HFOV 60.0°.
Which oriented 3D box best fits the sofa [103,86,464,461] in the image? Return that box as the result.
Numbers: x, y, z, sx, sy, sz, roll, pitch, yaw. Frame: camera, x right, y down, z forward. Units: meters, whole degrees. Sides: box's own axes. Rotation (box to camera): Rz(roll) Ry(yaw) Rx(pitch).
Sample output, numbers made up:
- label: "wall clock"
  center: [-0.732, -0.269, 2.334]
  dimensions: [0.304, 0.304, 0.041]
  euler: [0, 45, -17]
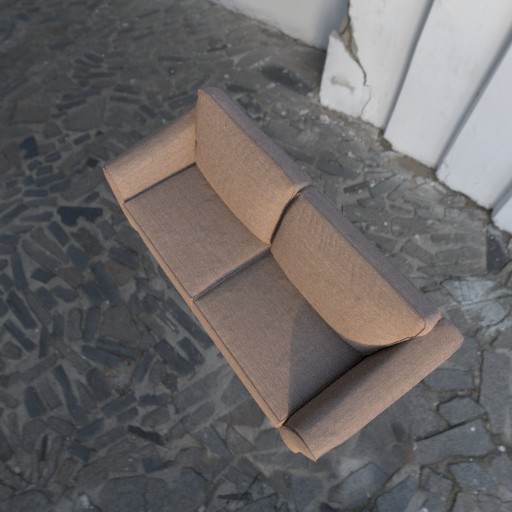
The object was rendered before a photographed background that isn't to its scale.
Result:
- label: "sofa"
  center: [0.000, 0.000, 2.750]
  dimensions: [0.980, 0.965, 2.270]
  euler: [-33, 67, -16]
